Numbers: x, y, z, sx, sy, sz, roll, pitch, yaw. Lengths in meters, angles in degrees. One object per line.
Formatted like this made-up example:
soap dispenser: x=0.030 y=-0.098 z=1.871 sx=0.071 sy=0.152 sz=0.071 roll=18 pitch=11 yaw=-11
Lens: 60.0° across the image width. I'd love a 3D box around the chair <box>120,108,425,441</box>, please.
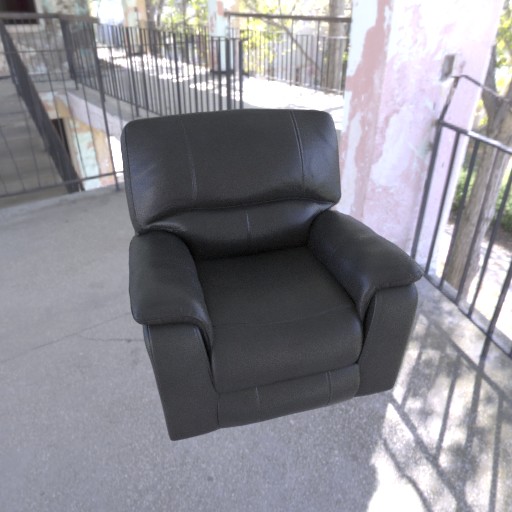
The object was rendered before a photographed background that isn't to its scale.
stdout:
chair: x=0.000 y=0.000 z=1.975 sx=1.096 sy=1.109 sz=1.087 roll=-8 pitch=31 yaw=-14
